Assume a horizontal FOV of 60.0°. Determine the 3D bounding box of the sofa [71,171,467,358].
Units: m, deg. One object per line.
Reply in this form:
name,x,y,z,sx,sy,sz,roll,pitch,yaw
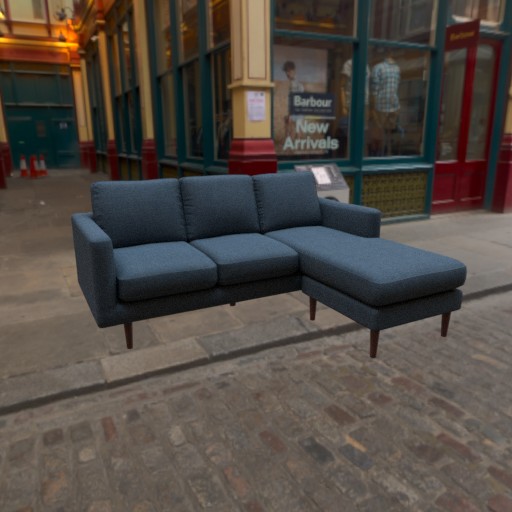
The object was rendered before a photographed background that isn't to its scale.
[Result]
sofa,0.000,0.000,2.912,2.055,0.957,1.667,-8,17,-27
